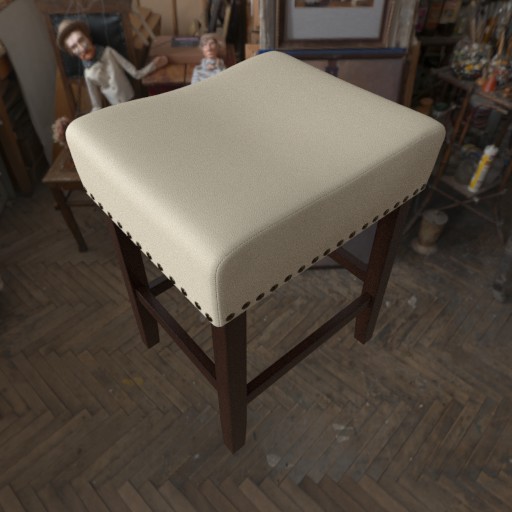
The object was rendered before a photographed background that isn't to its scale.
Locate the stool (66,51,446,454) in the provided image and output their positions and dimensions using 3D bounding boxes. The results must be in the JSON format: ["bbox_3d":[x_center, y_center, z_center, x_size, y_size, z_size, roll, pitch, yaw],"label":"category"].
[{"bbox_3d":[0.000,0.000,0.904,0.471,0.609,0.401,-32,54,-27],"label":"stool"}]
